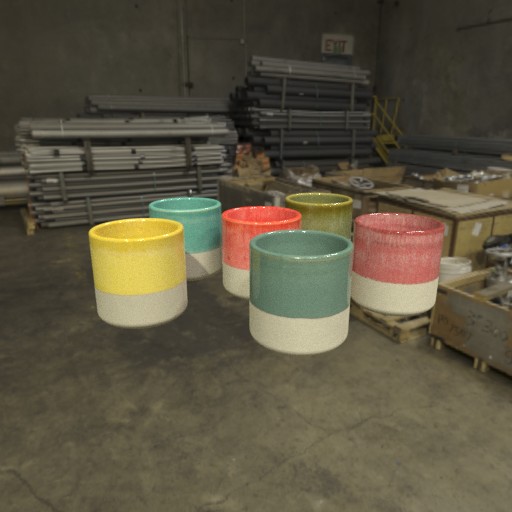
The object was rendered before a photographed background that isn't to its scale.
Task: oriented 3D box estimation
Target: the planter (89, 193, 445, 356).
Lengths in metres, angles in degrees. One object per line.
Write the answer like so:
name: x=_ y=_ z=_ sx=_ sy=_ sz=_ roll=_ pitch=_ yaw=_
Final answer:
planter: x=0.000 y=0.000 z=0.413 sx=0.286 sy=0.075 sz=0.257 roll=-9 pitch=19 yaw=-25
